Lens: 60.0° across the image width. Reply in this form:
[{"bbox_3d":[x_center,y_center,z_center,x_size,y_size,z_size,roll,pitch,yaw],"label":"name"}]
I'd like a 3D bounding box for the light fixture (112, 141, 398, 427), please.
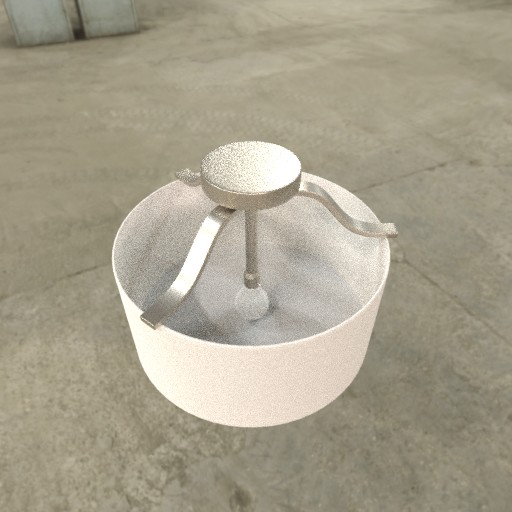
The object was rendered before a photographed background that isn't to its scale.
[{"bbox_3d":[0.000,0.000,0.649,0.395,0.304,0.395,0,42,0],"label":"light fixture"}]
